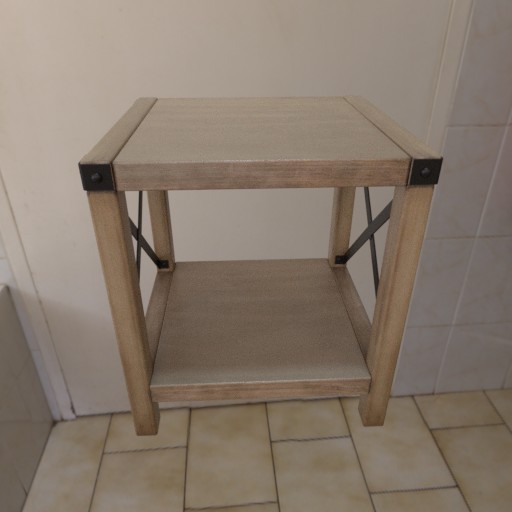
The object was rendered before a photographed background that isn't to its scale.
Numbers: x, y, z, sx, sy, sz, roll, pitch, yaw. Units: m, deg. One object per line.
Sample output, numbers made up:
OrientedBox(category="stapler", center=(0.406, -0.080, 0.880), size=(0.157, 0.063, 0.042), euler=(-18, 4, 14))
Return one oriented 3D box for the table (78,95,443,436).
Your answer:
OrientedBox(category="table", center=(0.000, 0.000, 0.929), size=(0.510, 0.561, 0.459), euler=(-1, 30, -2))
